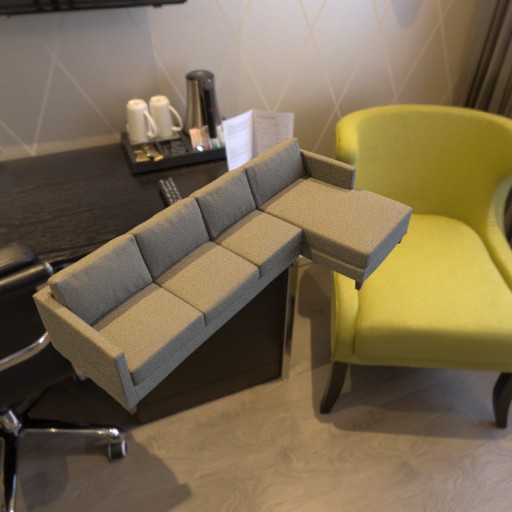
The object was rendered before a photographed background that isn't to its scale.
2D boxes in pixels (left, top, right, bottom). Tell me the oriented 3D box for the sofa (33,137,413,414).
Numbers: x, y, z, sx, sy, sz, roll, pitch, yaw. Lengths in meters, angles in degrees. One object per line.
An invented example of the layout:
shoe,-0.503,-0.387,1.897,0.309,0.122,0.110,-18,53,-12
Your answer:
sofa,0.000,0.000,3.912,1.625,0.861,3.186,26,46,28
